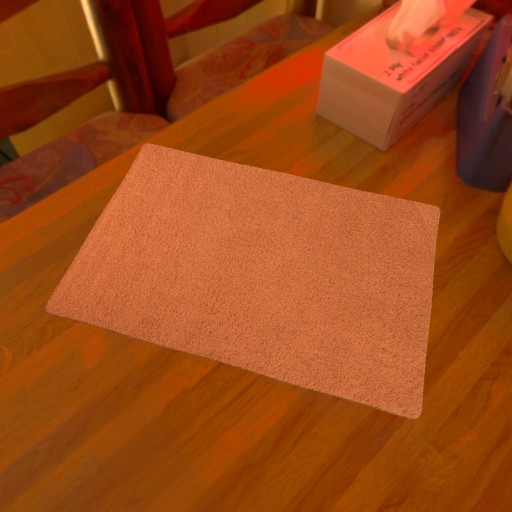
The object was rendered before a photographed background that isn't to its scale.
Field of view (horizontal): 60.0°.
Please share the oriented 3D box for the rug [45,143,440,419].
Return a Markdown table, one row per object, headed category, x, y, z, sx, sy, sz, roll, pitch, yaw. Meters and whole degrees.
| category | x | y | z | sx | sy | sz | roll | pitch | yaw |
| --- | --- | --- | --- | --- | --- | --- | --- | --- | --- |
| rug | 0.000 | 0.000 | 3.473 | 2.700 | 0.024 | 1.801 | 14 | 59 | 9 |
